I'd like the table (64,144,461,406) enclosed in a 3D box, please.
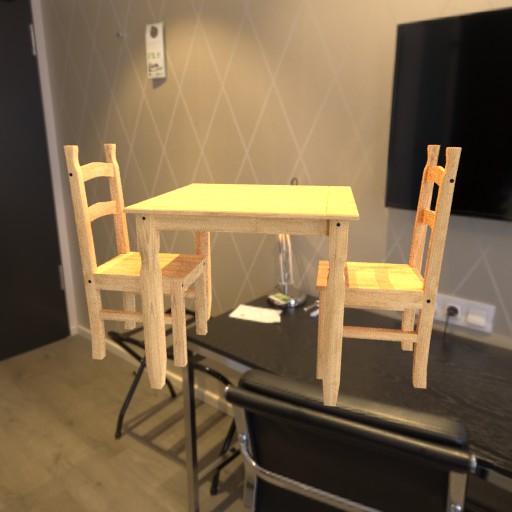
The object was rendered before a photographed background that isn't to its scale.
[{"bbox_3d":[0.000,0.000,1.949,1.501,0.942,0.813,3,16,9],"label":"table"}]
